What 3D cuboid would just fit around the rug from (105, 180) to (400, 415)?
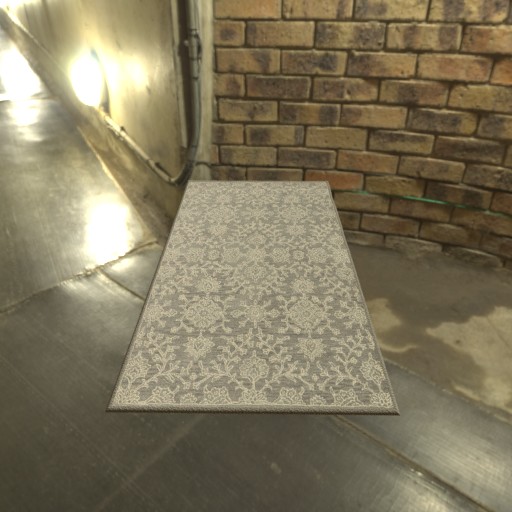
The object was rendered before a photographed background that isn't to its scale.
[{"bbox_3d":[0.000,0.000,3.599,1.546,0.011,3.048,0,33,1],"label":"rug"}]
